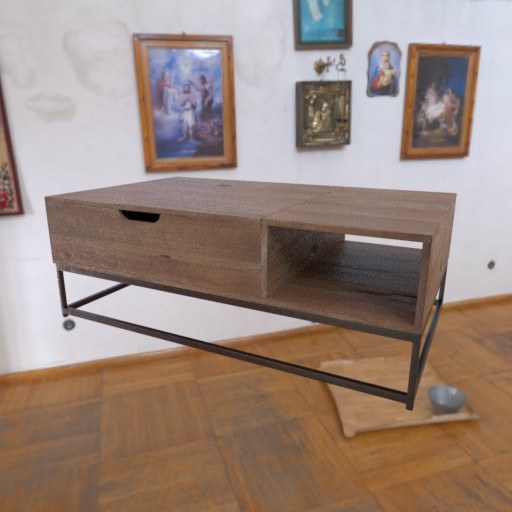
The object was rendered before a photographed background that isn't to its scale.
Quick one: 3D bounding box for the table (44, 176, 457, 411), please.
[{"bbox_3d":[0.000,0.000,1.427,1.101,0.395,0.655,8,18,26],"label":"table"}]
